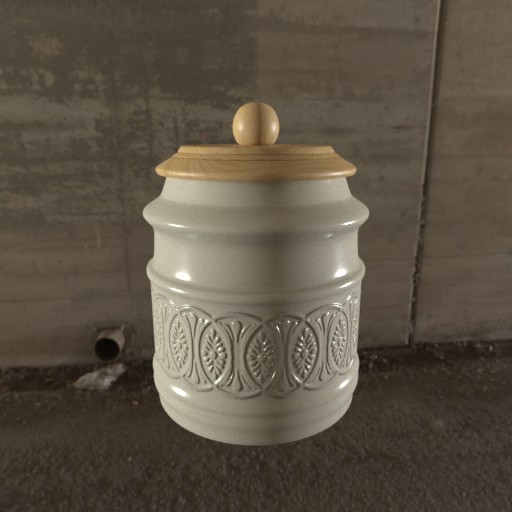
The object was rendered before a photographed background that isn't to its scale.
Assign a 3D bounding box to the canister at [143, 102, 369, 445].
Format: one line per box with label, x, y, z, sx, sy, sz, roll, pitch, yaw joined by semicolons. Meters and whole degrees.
canister;0.000;0.000;0.269;0.130;0.176;0.130;0;15;0
